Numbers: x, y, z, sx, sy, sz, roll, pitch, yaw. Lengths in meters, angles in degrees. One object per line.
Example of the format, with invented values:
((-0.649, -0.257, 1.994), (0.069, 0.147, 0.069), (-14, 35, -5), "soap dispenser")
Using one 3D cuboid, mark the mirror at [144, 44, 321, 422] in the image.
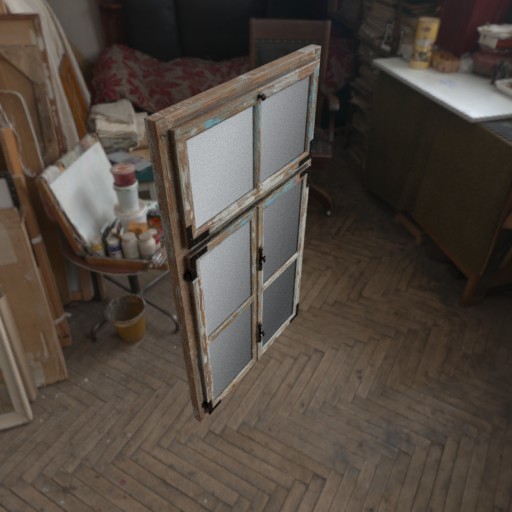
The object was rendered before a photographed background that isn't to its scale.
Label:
((0.000, 0.000, 1.543), (0.083, 1.213, 0.707), (25, 46, 27), "mirror")
